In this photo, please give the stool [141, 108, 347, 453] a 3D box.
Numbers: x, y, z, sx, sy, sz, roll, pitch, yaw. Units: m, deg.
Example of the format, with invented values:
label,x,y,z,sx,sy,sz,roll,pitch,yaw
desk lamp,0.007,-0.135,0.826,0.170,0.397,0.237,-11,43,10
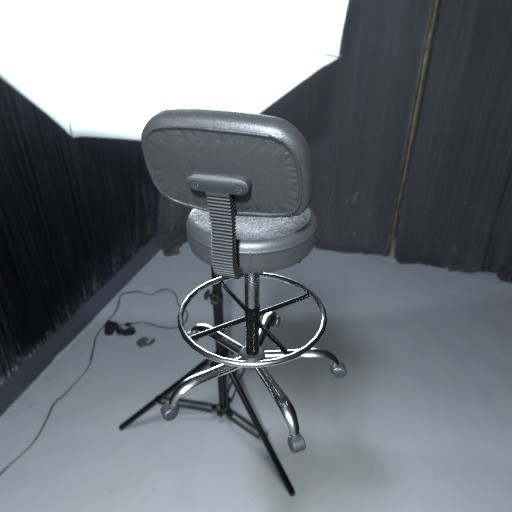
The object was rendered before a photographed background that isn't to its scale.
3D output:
label,x,y,z,sx,sy,sz,roll,pitch,yaw
stool,0.000,0.000,1.489,0.694,1.069,0.658,9,31,14
